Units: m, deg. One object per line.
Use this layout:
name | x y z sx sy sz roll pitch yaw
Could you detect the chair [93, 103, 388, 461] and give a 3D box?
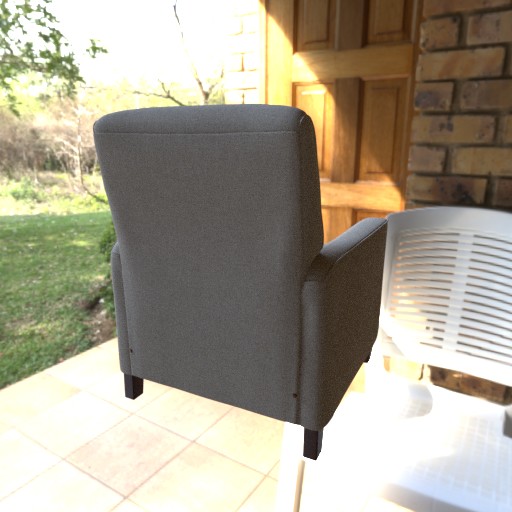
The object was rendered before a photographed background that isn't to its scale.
chair | 0.000 0.000 1.652 0.845 1.023 0.859 7 17 26
